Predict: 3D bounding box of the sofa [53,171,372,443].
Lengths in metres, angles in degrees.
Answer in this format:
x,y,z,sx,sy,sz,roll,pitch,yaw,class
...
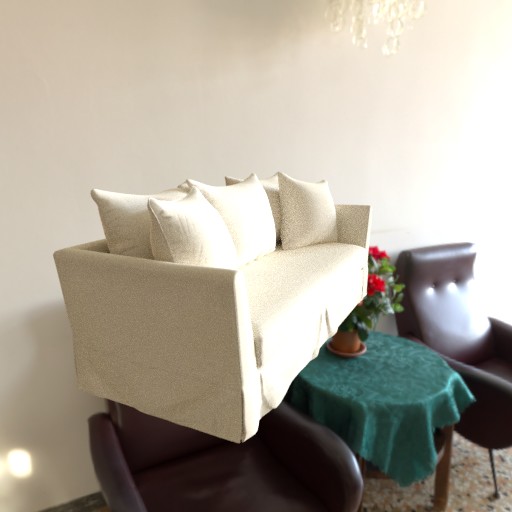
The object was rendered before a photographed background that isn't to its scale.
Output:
x,y,z,sx,sy,sz,roll,pitch,yaw,class
0.000,0.000,2.879,1.031,1.034,2.290,7,15,26,sofa
